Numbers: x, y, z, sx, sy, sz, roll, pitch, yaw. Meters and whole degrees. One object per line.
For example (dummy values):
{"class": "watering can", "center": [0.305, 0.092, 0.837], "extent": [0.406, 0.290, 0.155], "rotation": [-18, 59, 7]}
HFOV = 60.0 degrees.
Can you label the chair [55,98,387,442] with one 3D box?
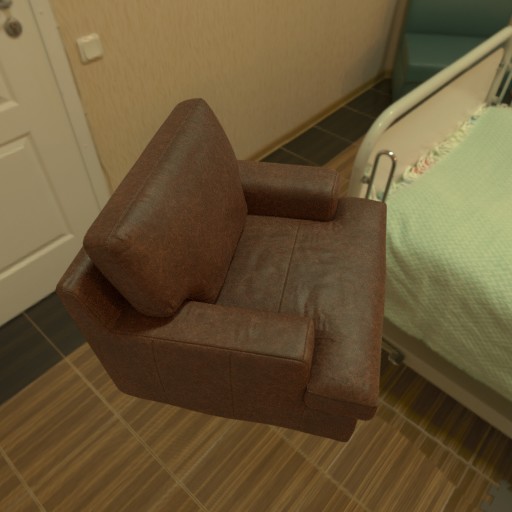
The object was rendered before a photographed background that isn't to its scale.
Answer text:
{"class": "chair", "center": [0.000, 0.000, 1.949], "extent": [1.143, 0.939, 1.168], "rotation": [10, 48, 9]}
